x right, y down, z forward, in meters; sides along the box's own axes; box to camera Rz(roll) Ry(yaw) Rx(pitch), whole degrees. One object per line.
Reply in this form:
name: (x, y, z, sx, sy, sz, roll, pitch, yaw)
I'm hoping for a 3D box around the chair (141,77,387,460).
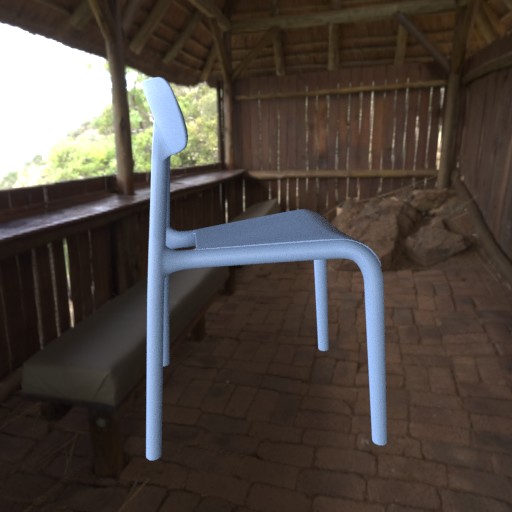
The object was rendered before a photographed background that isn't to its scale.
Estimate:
chair: (0.000, 0.000, 0.807, 0.401, 0.580, 0.356, -2, 16, -8)
